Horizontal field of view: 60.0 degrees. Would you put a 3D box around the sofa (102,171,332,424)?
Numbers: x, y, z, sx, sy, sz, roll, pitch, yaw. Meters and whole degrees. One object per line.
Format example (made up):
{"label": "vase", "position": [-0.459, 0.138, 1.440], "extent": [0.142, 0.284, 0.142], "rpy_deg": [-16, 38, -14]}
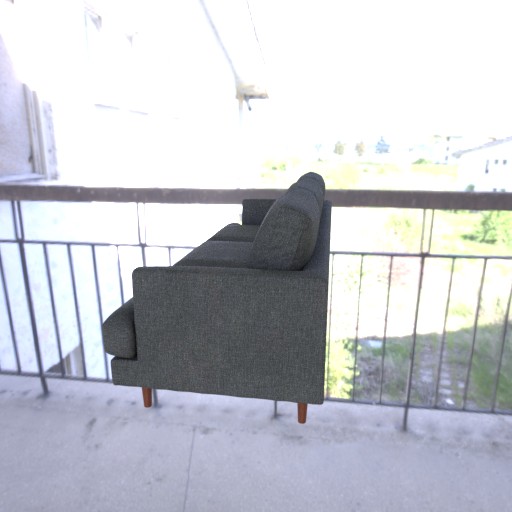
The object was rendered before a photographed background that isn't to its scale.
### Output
{"label": "sofa", "position": [0.000, 0.000, 2.748], "extent": [0.903, 0.930, 2.246], "rpy_deg": [2, 15, 9]}
